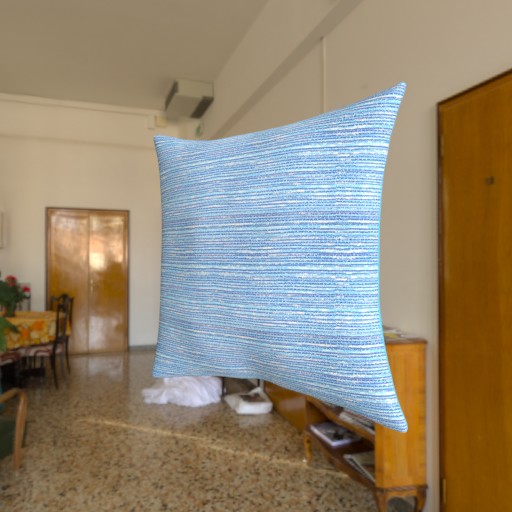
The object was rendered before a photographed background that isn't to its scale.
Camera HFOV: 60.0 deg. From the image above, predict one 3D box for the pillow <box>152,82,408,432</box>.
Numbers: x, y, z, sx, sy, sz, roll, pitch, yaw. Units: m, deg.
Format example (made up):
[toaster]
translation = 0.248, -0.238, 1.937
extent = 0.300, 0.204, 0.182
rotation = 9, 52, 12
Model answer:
[pillow]
translation = 0.000, 0.000, 0.768
extent = 0.514, 0.497, 0.150
rotation = 0, -1, 35
